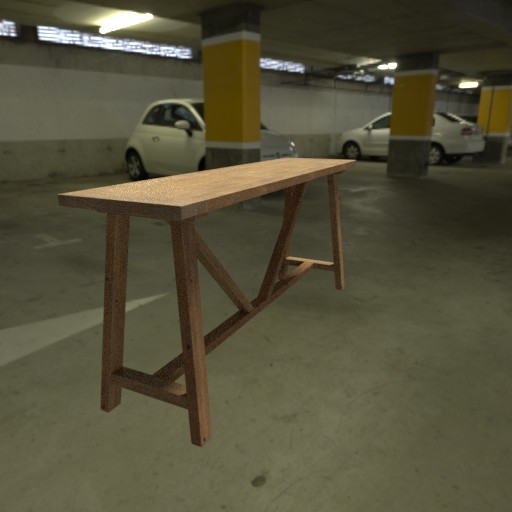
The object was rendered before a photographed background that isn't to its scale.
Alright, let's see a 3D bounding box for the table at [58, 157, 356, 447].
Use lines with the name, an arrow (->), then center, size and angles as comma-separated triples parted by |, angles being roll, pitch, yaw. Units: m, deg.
table -> 0.000, 0.000, 2.154 | 0.465, 0.810, 1.800 | 8, 18, 26
